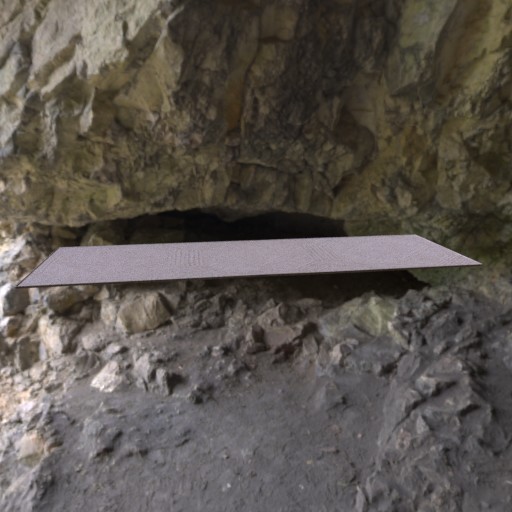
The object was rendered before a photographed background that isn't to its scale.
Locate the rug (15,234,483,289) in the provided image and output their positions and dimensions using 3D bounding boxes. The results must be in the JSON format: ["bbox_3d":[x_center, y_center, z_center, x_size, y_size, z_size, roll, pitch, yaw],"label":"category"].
[{"bbox_3d":[0.000,0.000,2.662,2.452,0.012,0.775,-2,16,-9],"label":"rug"}]
